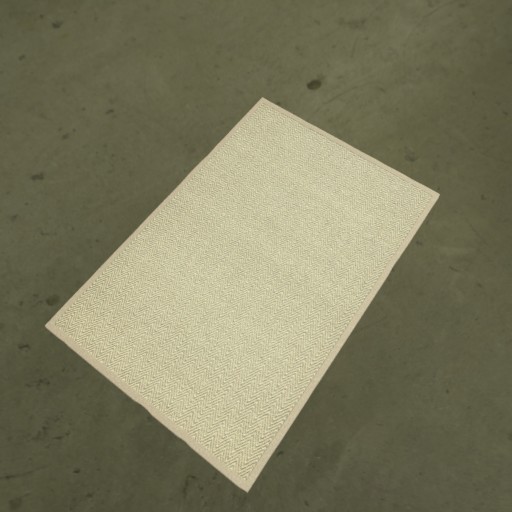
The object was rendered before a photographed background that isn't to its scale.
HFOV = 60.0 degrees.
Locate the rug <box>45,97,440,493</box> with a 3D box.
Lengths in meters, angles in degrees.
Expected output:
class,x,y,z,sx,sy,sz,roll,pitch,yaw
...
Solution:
class,x,y,z,sx,sy,sz,roll,pitch,yaw
rug,0.000,0.000,2.907,1.540,0.021,2.290,33,69,14
